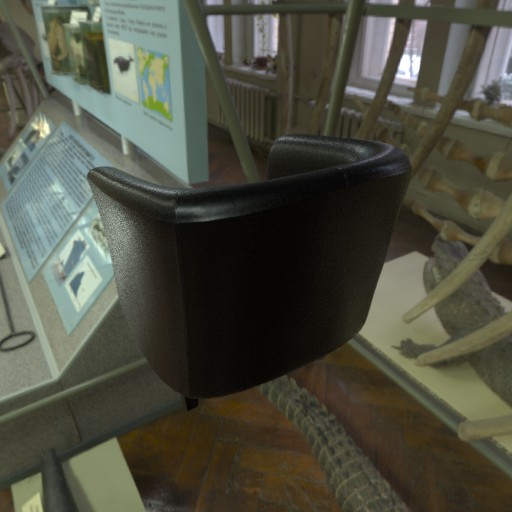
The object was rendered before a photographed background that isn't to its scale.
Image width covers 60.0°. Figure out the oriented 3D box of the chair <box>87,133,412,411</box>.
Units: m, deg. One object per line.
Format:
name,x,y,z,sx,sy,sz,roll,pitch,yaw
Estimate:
chair,0.000,0.000,1.384,0.793,0.756,0.727,-18,34,-28
